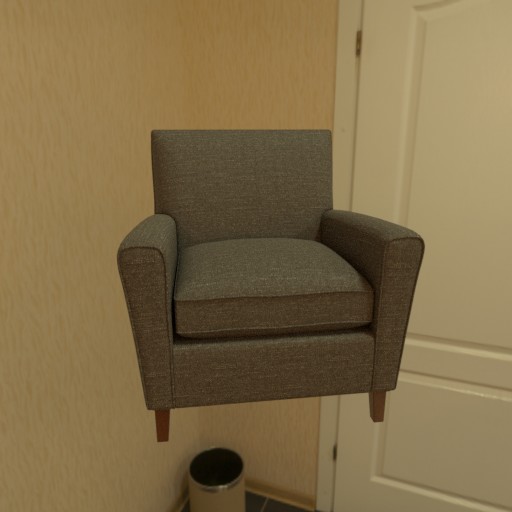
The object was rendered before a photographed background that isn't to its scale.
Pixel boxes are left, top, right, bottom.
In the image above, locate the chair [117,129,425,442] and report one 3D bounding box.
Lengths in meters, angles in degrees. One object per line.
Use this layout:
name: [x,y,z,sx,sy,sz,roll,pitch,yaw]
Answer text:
chair: [0.000,0.000,1.623,0.838,0.885,0.875,-2,16,-8]
